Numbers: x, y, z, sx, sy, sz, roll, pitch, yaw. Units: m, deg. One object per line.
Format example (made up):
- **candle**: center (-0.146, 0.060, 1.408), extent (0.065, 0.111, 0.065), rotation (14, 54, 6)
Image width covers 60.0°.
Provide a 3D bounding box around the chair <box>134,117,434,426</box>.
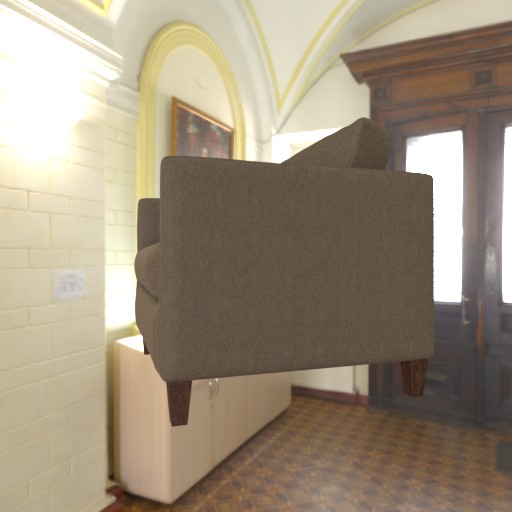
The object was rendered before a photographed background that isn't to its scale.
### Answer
- **chair**: center (0.000, 0.000, 1.865), extent (0.959, 0.963, 1.107), rotation (0, 0, -19)
